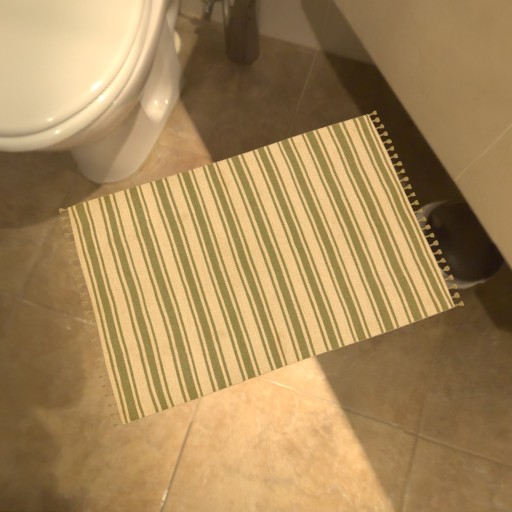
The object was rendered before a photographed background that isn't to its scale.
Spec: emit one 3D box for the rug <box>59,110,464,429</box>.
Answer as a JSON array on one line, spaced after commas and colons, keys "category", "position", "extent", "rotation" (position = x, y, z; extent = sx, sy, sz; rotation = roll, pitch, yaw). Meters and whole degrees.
[{"category": "rug", "position": [0.000, 0.000, 3.036], "extent": [2.435, 0.018, 1.540], "rotation": [-18, 77, -4]}]
